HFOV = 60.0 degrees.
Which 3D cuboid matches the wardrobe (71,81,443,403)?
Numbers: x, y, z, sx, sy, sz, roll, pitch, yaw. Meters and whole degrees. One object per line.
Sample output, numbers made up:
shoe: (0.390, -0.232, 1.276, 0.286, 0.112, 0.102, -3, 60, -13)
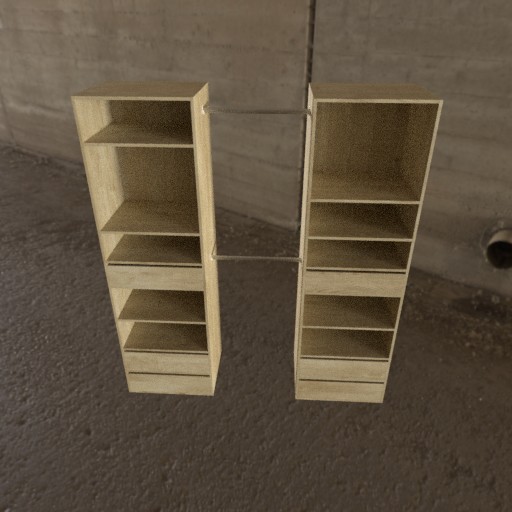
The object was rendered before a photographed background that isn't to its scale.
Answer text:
wardrobe: (0.000, 0.000, 2.807, 1.770, 2.000, 0.480, 2, 30, 3)
